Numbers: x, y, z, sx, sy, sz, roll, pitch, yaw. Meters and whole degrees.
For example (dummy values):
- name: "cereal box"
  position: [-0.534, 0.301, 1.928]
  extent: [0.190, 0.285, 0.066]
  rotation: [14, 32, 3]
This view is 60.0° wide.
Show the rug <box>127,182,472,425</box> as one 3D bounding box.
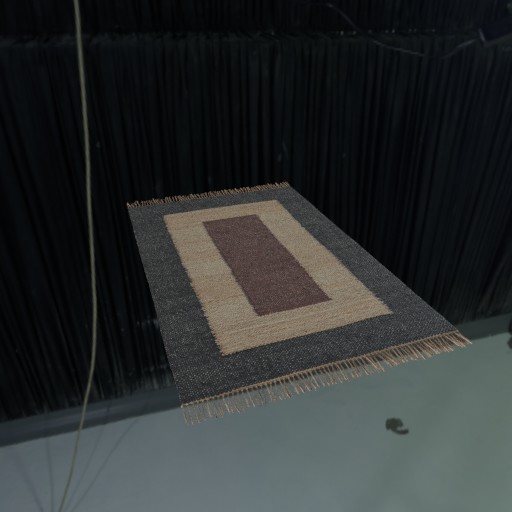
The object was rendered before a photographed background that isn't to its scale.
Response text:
- name: "rug"
  position: [0.000, 0.000, 2.495]
  extent: [1.224, 0.027, 2.021]
  rotation: [-10, 32, -17]
